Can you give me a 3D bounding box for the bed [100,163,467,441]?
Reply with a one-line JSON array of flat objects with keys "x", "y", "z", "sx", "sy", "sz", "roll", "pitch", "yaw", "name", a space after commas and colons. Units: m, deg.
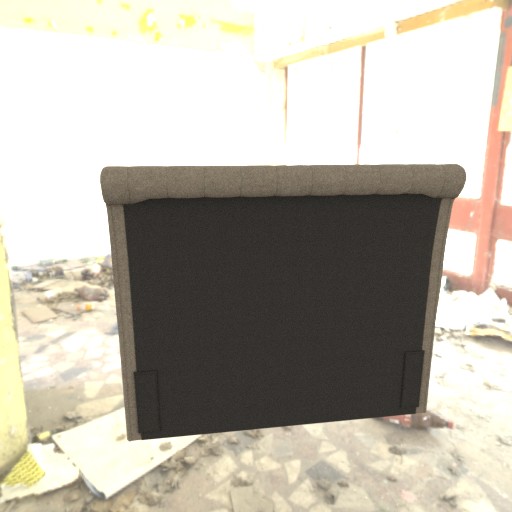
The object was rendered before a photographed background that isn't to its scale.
[{"x": 0.000, "y": 0.000, "z": 3.167, "sx": 1.645, "sy": 1.371, "sz": 2.252, "roll": -2, "pitch": 14, "yaw": -9, "name": "bed"}]
